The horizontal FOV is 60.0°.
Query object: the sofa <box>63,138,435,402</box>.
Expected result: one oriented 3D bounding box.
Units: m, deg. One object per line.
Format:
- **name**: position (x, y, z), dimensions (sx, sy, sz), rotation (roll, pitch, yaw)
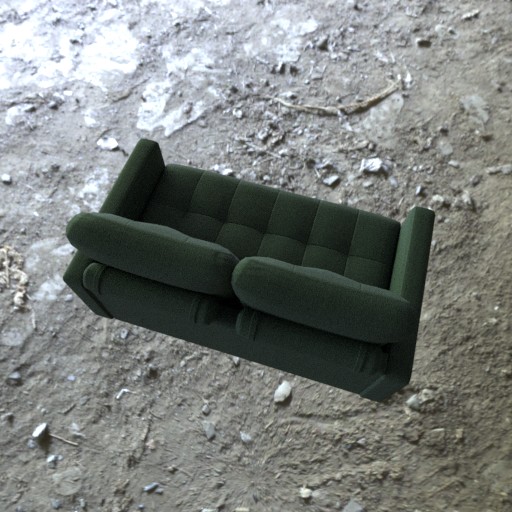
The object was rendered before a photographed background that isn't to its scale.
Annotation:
- **sofa**: position (0.000, 0.000, 1.955), dimensions (1.407, 0.907, 0.842), rotation (15, 64, 8)
